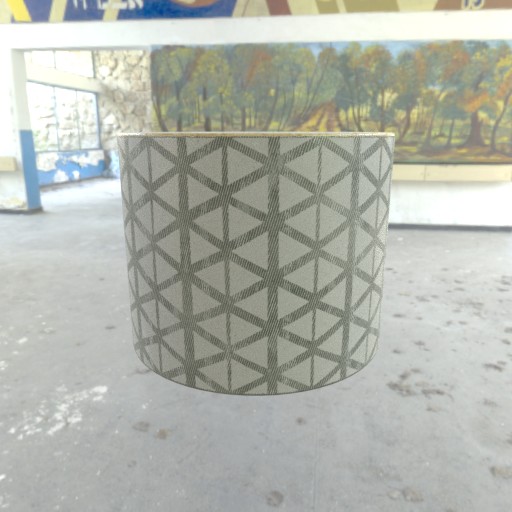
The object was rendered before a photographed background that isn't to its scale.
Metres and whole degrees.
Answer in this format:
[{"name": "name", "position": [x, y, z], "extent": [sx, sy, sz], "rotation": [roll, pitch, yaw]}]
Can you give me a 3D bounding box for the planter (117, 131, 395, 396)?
[{"name": "planter", "position": [0.000, 0.000, 0.447], "extent": [0.250, 0.239, 0.250], "rotation": [0, 15, 0]}]
